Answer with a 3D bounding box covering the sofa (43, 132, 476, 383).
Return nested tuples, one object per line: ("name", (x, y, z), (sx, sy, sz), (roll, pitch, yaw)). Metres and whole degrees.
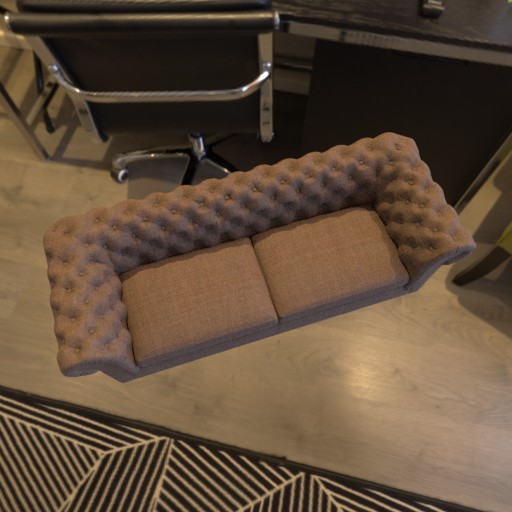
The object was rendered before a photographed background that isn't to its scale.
("sofa", (0.000, 0.000, 2.828), (2.385, 0.787, 0.944), (-16, 65, -8))
